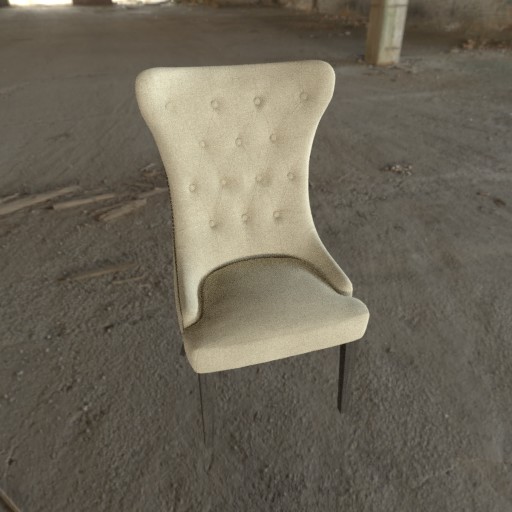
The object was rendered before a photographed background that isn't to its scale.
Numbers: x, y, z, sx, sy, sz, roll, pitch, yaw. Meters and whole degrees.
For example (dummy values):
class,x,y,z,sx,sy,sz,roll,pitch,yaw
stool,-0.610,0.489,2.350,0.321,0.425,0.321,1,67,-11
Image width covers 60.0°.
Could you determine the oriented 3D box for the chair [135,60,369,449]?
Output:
class,x,y,z,sx,sy,sz,roll,pitch,yaw
chair,0.000,0.000,1.394,0.584,1.065,0.590,-9,33,-14
